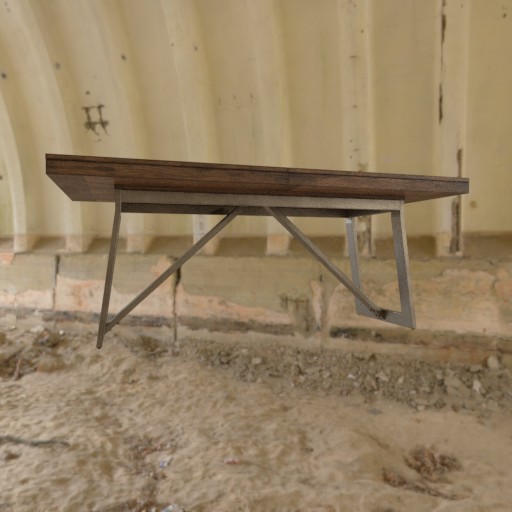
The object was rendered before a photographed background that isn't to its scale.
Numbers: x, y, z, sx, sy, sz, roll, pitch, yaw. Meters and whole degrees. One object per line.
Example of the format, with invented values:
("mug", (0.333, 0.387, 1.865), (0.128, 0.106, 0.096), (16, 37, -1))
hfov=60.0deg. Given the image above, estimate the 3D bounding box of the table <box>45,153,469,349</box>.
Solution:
("table", (0.000, 0.000, 2.316), (1.867, 0.757, 0.931), (0, 1, -17))
